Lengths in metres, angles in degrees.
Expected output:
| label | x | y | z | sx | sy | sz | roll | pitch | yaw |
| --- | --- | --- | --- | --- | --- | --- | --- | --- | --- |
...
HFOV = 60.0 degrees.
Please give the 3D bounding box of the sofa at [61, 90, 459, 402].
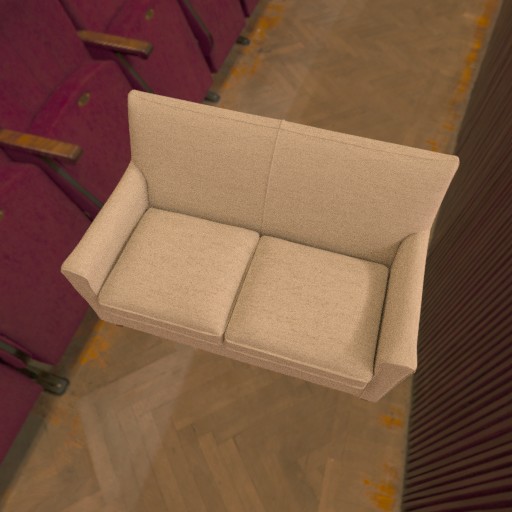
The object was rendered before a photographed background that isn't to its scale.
| label | x | y | z | sx | sy | sz | roll | pitch | yaw |
| --- | --- | --- | --- | --- | --- | --- | --- | --- | --- |
| sofa | 0.000 | 0.000 | 2.071 | 1.482 | 0.892 | 0.891 | 15 | 58 | 9 |
